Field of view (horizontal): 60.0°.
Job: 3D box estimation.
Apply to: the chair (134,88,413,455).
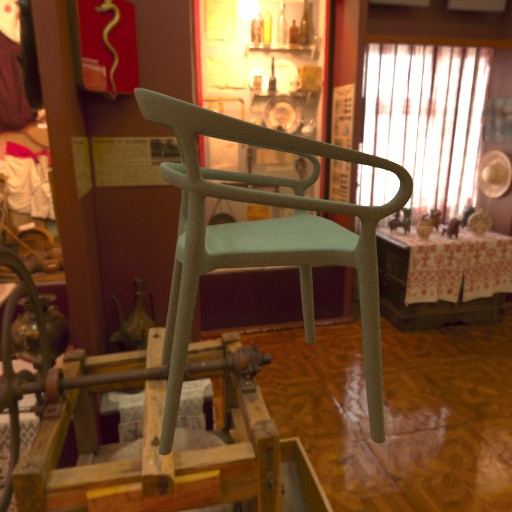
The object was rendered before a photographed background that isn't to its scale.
[{"bbox_3d":[0.000,0.000,1.094,0.527,0.761,0.559,-3,16,-11],"label":"chair"}]
